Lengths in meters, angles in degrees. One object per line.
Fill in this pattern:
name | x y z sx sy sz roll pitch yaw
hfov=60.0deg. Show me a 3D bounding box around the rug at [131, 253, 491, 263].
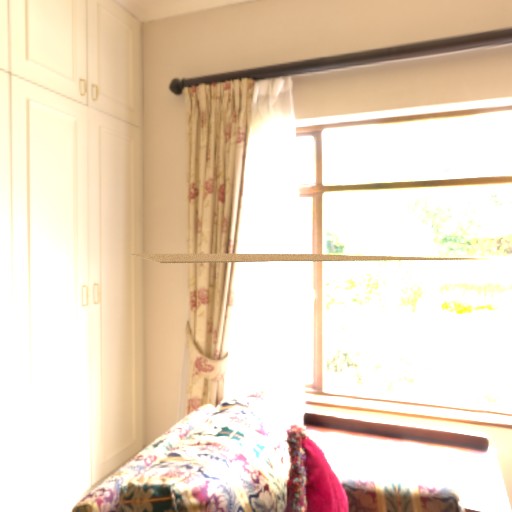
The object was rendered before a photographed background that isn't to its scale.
rug | 0.000 0.000 2.977 1.523 0.008 2.438 0 1 -18
